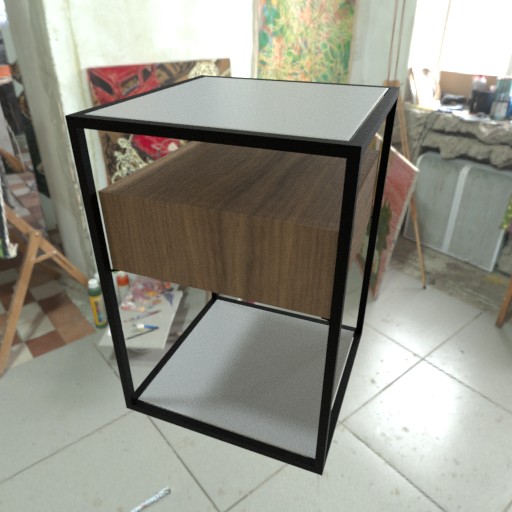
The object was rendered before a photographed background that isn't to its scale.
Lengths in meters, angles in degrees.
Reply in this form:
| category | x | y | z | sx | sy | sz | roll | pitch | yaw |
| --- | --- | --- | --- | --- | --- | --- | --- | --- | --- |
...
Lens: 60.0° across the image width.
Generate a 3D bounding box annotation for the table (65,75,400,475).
| category | x | y | z | sx | sy | sz | roll | pitch | yaw |
| --- | --- | --- | --- | --- | --- | --- | --- | --- | --- |
| table | 0.000 | 0.000 | 0.795 | 0.378 | 0.540 | 0.378 | 11 | 32 | 18 |
